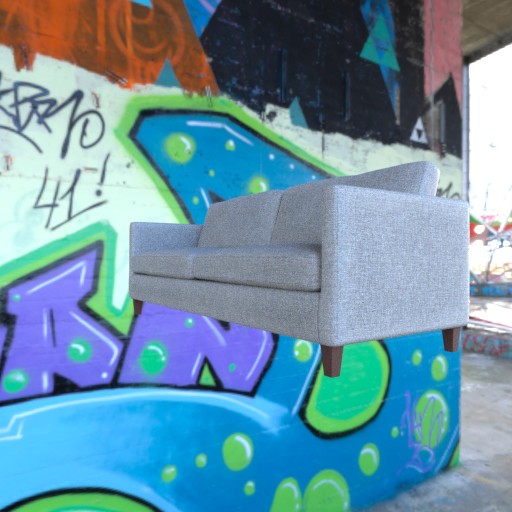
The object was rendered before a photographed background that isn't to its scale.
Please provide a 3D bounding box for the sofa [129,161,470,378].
[{"bbox_3d":[0.000,0.000,2.922,0.948,0.951,2.434,0,0,-34],"label":"sofa"}]
